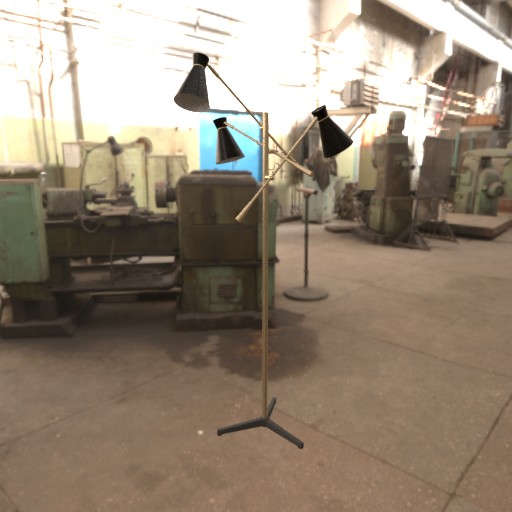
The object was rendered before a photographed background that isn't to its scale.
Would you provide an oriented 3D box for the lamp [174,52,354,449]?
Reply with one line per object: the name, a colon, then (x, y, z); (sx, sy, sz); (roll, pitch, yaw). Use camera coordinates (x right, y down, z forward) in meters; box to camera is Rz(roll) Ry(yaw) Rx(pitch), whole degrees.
lamp: (0.000, 0.000, 2.173); (0.653, 1.804, 0.750); (12, 18, 43)
